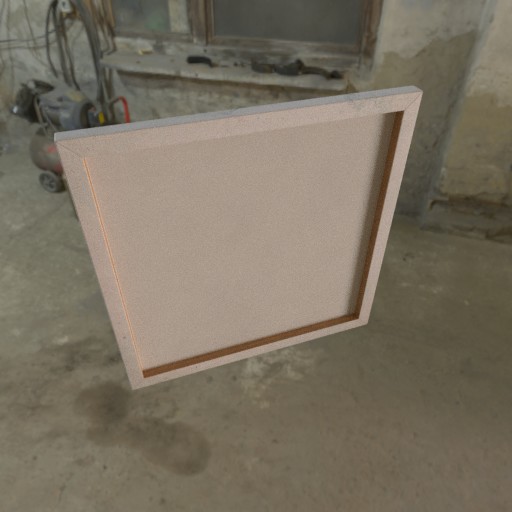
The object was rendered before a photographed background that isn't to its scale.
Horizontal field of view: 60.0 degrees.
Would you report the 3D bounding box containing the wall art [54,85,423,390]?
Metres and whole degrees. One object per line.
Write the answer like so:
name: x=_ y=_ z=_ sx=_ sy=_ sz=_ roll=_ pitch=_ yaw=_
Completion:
wall art: x=0.000 y=0.000 z=1.130 sx=0.762 sy=0.762 sz=0.038 roll=-13 pitch=41 yaw=-15
